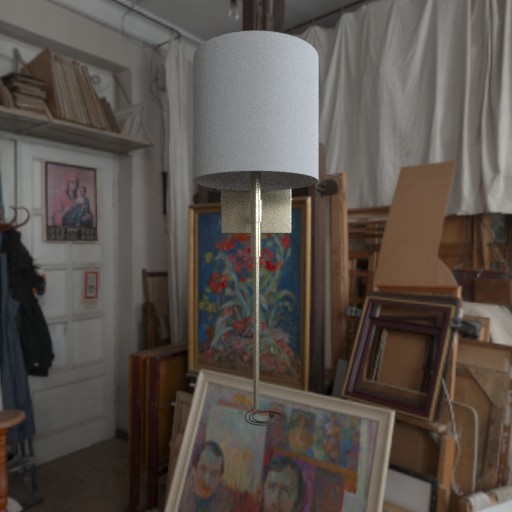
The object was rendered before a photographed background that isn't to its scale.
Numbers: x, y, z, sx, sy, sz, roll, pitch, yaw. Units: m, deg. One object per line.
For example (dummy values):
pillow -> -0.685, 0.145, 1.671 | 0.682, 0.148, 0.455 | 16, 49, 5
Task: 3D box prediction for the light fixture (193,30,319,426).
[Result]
light fixture -> 0.000, 0.000, 0.703 | 0.188, 0.589, 0.248 | 0, 0, 0
